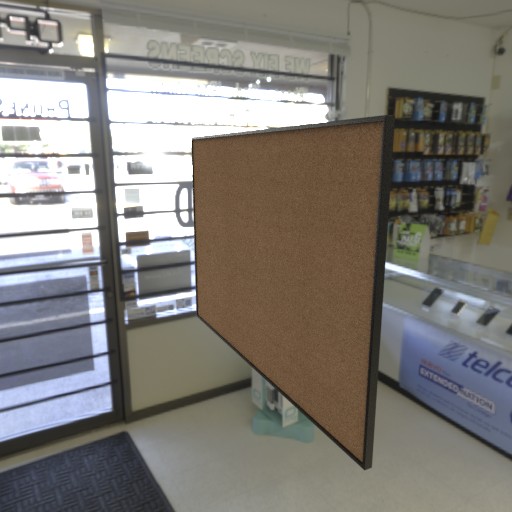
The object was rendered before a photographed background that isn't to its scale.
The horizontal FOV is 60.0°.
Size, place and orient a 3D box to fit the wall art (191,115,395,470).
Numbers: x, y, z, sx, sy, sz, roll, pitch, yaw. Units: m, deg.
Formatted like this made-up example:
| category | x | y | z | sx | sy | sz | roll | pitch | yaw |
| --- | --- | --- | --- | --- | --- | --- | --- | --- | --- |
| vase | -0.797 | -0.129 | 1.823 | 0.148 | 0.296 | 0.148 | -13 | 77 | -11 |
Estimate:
| category | x | y | z | sx | sy | sz | roll | pitch | yaw |
| --- | --- | --- | --- | --- | --- | --- | --- | --- | --- |
| wall art | 0.000 | 0.000 | 1.207 | 0.019 | 0.660 | 0.957 | -6 | 14 | -27 |
